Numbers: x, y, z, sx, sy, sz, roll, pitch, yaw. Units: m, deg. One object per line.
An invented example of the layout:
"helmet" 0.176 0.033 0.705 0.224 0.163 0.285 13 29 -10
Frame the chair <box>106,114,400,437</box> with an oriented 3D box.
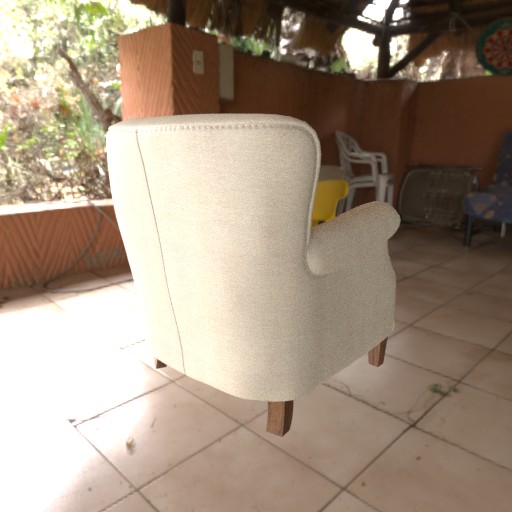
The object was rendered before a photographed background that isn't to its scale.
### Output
"chair" 0.000 0.000 1.607 0.861 0.936 0.921 13 20 42
